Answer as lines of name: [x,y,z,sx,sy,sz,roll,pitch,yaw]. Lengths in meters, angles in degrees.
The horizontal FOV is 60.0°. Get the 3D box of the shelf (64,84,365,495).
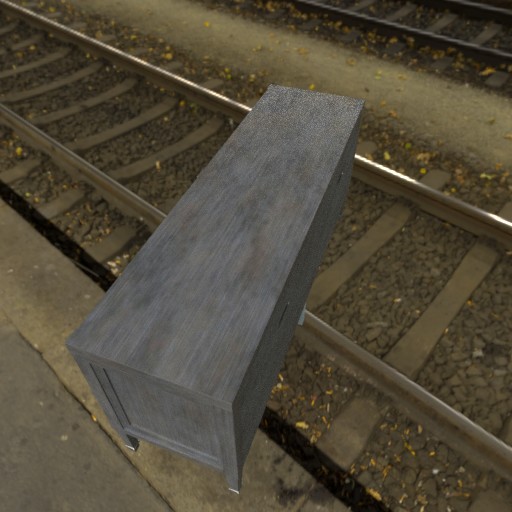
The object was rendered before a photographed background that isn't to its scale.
shelf: [0.000,0.000,1.842,0.479,0.719,1.575,15,48,14]
